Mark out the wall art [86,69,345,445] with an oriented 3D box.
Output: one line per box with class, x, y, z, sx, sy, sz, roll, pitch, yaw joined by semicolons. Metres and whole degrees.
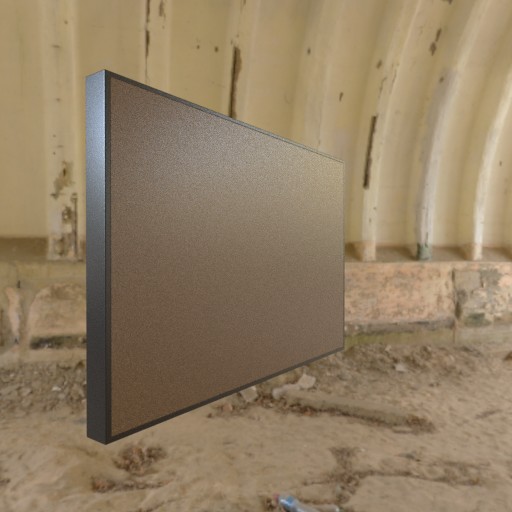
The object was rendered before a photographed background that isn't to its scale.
wall art;0.000;0.000;1.147;0.058;0.640;0.939;0;1;36
